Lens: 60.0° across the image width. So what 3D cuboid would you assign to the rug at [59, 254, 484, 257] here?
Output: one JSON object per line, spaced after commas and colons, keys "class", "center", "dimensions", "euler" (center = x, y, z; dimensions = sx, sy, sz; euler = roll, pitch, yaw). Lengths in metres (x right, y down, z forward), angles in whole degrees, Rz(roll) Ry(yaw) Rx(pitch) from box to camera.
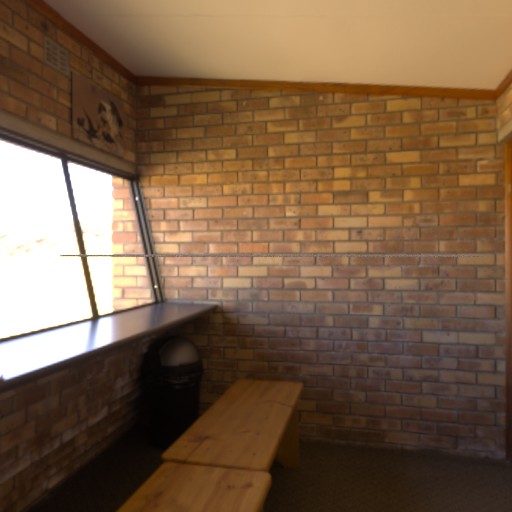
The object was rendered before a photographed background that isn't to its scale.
{"class": "rug", "center": [0.000, 0.000, 3.741], "dimensions": [2.878, 0.014, 2.005], "euler": [0, 0, -19]}
